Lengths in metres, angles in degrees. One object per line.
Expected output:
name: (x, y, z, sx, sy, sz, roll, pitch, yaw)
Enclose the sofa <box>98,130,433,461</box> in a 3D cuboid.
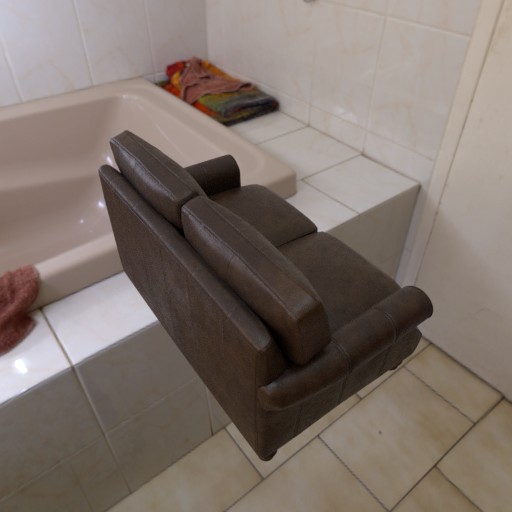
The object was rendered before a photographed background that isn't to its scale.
sofa: (0.000, 0.000, 2.238, 0.990, 0.976, 1.616, -25, 46, -26)
